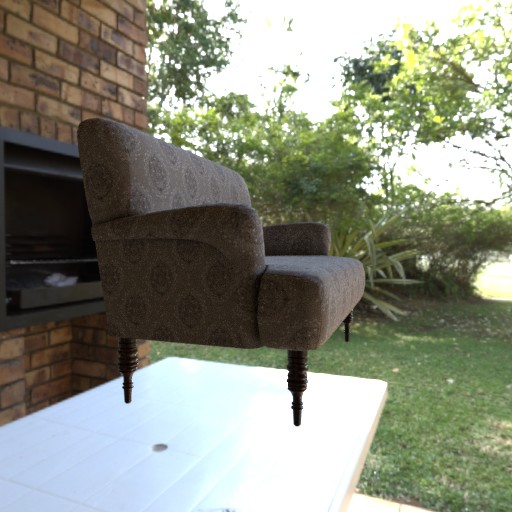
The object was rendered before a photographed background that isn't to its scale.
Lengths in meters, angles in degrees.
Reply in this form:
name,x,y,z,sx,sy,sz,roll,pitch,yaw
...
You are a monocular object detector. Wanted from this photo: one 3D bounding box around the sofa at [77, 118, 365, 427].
name,x,y,z,sx,sy,sz,roll,pitch,yaw
sofa,0.000,0.000,1.800,0.779,0.889,1.297,1,2,19
